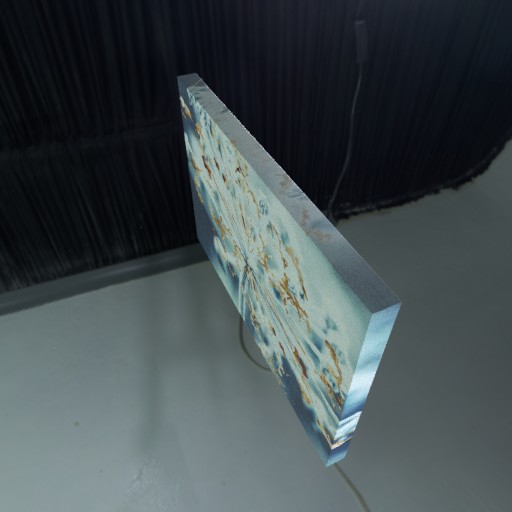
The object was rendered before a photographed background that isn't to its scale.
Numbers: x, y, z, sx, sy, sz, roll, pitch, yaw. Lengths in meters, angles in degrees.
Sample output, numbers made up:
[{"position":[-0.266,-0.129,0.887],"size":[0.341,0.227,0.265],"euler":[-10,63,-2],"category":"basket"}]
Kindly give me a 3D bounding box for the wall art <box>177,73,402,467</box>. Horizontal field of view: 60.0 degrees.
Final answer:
[{"position":[0.000,0.000,0.775],"size":[0.036,0.405,0.607],"euler":[-18,48,-18],"category":"wall art"}]
